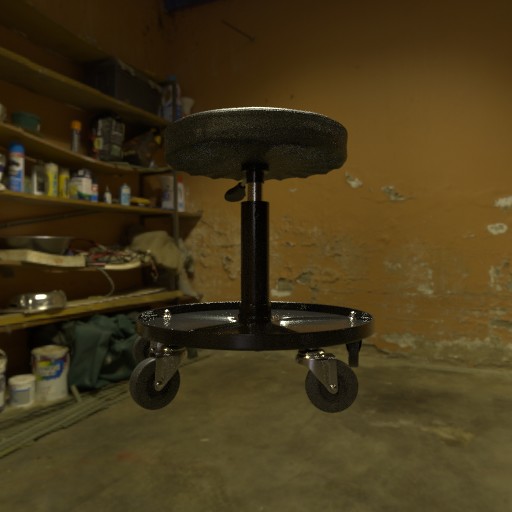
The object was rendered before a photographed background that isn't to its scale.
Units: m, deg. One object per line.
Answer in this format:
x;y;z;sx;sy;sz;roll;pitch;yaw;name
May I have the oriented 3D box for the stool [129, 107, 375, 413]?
0.000;0.000;0.675;0.381;0.365;0.382;0;0;-18;stool
